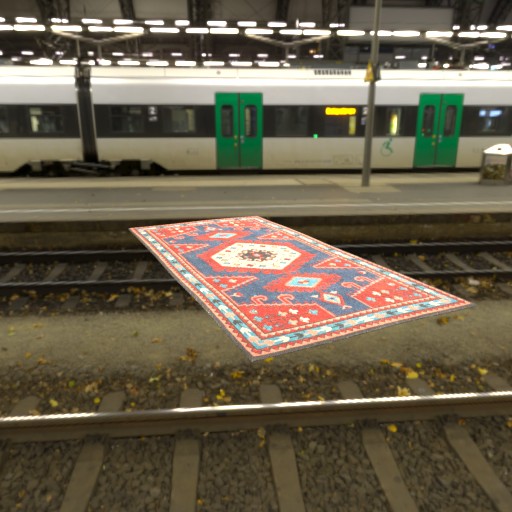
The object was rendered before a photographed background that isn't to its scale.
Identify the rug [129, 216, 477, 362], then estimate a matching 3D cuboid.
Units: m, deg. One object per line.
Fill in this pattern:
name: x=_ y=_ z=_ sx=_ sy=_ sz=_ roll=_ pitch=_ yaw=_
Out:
rug: x=0.000 y=0.000 z=3.682 sx=1.522 sy=0.034 sz=3.032 roll=-8 pitch=18 yaw=-25
